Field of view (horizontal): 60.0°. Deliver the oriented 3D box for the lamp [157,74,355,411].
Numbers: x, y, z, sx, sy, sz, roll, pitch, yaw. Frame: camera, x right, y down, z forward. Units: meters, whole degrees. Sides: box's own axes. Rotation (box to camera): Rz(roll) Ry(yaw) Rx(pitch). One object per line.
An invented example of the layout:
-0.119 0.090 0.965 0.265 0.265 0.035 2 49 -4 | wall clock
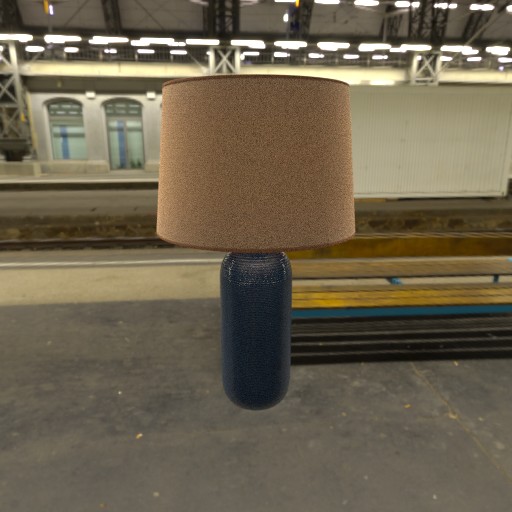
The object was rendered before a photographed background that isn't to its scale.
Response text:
0.000 0.000 0.851 0.367 0.609 0.367 0 15 0 | lamp
